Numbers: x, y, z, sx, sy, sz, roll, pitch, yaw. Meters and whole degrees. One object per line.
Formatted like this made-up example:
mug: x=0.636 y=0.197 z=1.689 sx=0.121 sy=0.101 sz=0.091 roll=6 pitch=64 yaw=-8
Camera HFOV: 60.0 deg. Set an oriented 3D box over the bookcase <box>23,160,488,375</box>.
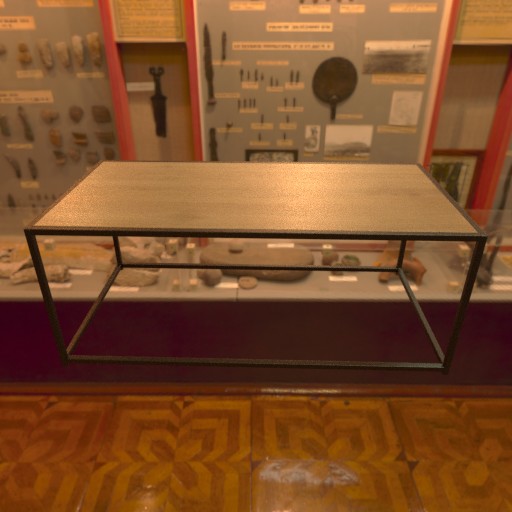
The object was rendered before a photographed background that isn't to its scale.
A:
bookcase: x=0.000 y=0.000 z=1.266 sx=1.000 sy=0.400 sz=0.500 roll=1 pitch=29 yaw=2
